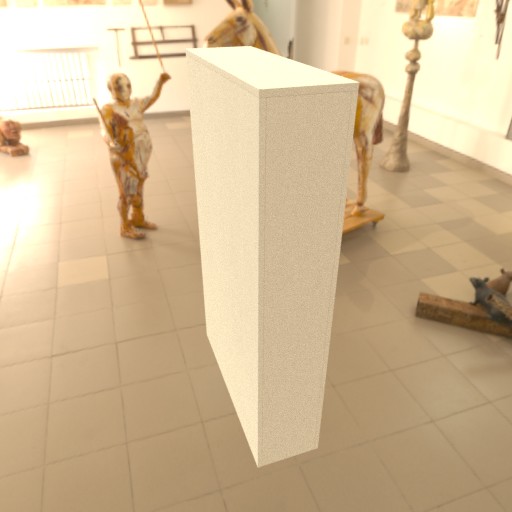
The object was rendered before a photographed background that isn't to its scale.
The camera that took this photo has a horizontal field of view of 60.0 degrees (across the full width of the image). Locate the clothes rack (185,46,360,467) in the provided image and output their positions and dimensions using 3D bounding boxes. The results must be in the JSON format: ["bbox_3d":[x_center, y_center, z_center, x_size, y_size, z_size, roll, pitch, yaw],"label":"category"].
[{"bbox_3d":[0.000,0.000,1.581,0.250,1.280,0.750,-10,33,-16],"label":"clothes rack"}]
